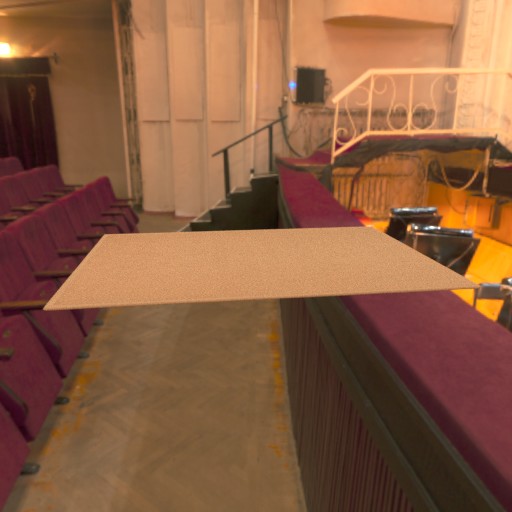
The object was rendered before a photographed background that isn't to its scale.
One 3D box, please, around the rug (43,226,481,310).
[{"bbox_3d":[0.000,0.000,2.960,2.244,0.017,1.532,-2,16,-7],"label":"rug"}]
